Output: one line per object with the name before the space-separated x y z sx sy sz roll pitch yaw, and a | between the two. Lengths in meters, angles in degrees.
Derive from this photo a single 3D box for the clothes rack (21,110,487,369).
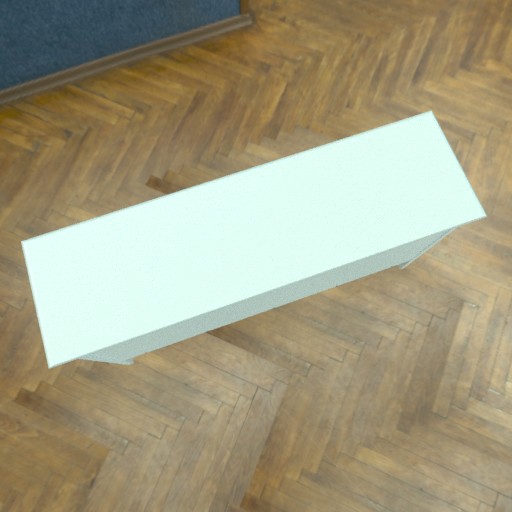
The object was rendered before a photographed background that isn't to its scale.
clothes rack | 0.000 0.000 1.348 1.120 0.531 0.324 -19 75 -5
